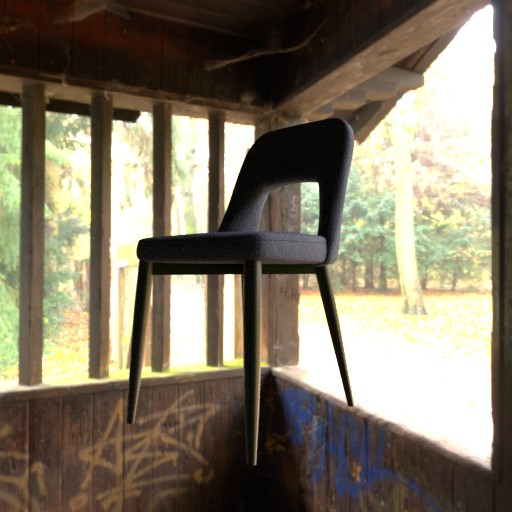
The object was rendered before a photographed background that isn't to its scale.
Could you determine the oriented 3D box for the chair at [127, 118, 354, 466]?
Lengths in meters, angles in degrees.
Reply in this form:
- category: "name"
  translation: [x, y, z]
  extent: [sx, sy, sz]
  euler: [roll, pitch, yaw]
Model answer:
- category: "chair"
  translation: [0.000, 0.000, 1.328]
  extent: [0.470, 0.931, 0.612]
  euler: [-1, -1, 37]
